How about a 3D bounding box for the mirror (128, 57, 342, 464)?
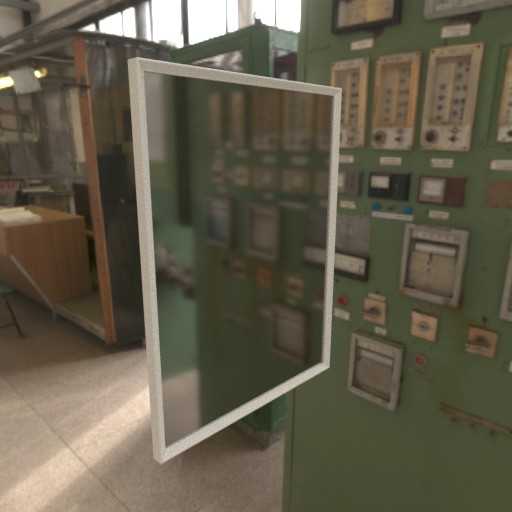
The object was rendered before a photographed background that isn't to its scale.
[{"bbox_3d":[0.000,0.000,1.344,0.762,1.016,0.041,-14,19,-43],"label":"mirror"}]
